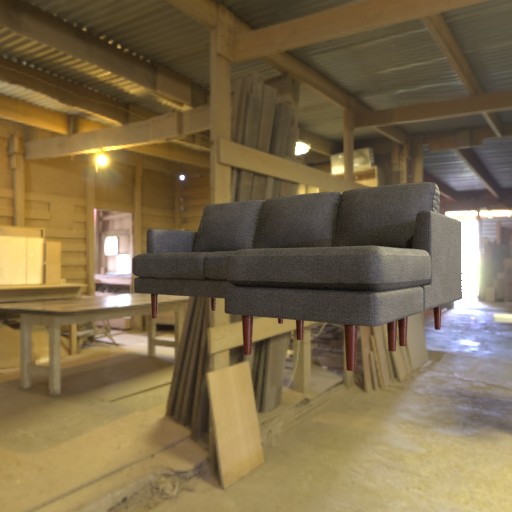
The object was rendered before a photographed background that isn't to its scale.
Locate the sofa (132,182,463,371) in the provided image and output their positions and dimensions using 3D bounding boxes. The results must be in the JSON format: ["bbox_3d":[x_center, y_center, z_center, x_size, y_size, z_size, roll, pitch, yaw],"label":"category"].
[{"bbox_3d":[0.000,0.000,2.918,2.233,0.956,1.504,-1,-1,36],"label":"sofa"}]
